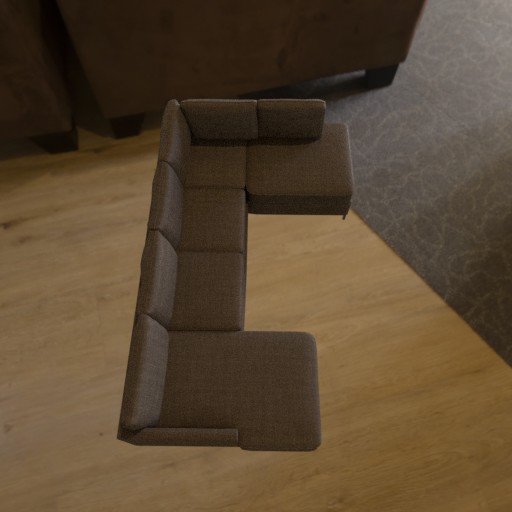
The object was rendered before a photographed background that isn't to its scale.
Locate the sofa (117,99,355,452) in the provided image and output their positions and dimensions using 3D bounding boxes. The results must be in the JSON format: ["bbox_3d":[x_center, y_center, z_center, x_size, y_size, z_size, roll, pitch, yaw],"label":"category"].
[{"bbox_3d":[0.000,0.000,4.278,2.048,0.999,3.423,1,62,0],"label":"sofa"}]
